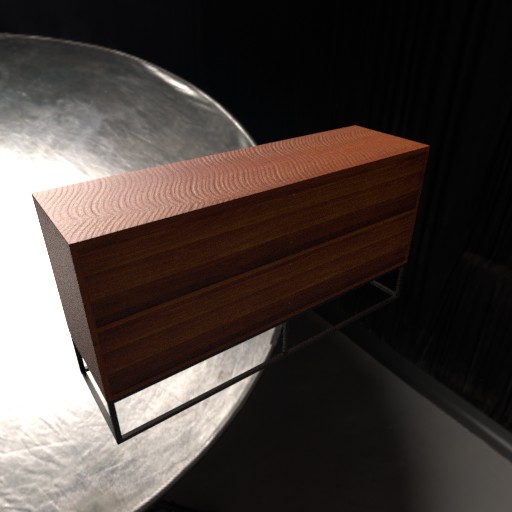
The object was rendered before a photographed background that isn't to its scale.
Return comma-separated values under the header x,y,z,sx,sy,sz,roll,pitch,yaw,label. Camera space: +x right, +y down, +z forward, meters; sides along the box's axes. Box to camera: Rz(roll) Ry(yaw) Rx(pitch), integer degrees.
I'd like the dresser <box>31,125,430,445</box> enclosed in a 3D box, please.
x,y,z,sx,sy,sz,roll,pitch,yaw,label
0.000,0.000,1.911,1.536,0.810,0.464,-20,36,-30,dresser
